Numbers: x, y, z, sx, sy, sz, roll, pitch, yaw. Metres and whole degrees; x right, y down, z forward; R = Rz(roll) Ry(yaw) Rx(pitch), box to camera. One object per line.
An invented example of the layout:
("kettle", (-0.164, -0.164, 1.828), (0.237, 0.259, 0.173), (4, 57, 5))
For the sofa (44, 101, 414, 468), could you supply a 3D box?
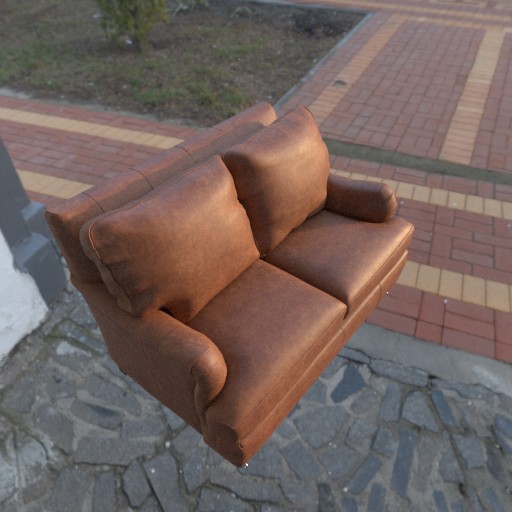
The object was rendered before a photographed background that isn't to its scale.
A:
("sofa", (0.000, 0.000, 2.201), (1.077, 1.004, 1.527), (28, 49, 28))
